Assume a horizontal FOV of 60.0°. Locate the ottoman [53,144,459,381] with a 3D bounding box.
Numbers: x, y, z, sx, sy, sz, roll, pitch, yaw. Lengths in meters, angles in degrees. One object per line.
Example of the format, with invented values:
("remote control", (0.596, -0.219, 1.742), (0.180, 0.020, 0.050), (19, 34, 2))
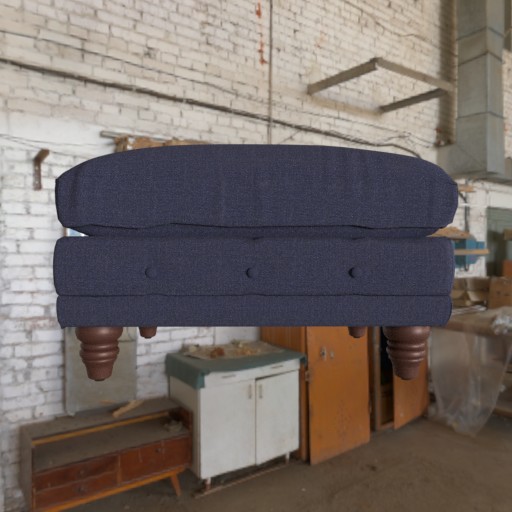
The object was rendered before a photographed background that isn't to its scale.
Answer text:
("ottoman", (0.000, 0.000, 1.092), (0.767, 0.486, 0.558), (0, 1, -1))
